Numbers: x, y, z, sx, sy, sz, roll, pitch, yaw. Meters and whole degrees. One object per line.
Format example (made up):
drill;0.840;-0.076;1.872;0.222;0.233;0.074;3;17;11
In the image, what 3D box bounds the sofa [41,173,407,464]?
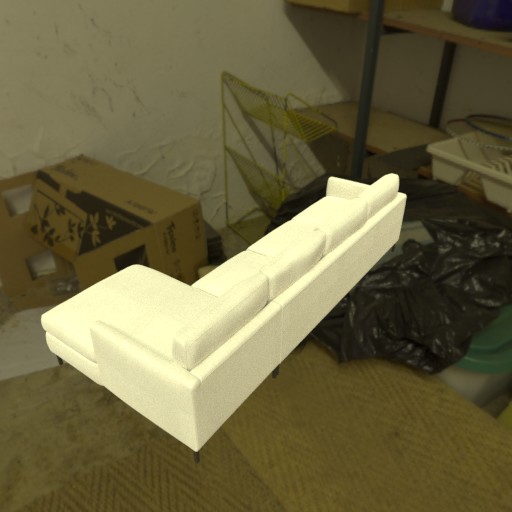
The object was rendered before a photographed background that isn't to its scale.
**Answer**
sofa;0.000;0.000;2.937;1.126;0.677;2.445;21;37;31
